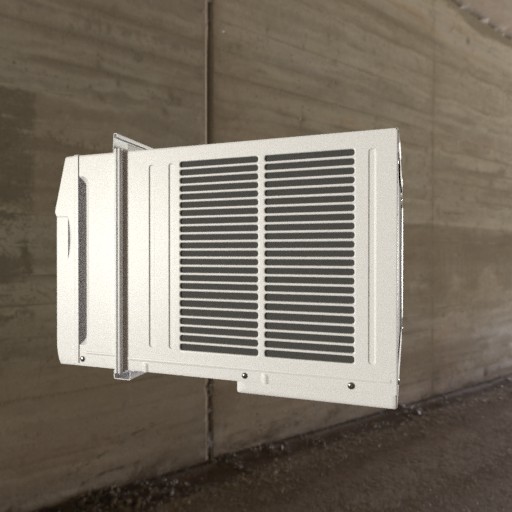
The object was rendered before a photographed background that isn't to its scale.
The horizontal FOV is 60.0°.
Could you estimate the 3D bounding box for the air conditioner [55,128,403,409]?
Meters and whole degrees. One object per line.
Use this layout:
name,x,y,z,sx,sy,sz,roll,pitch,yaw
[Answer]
air conditioner,0.000,0.000,0.874,0.546,0.388,0.503,0,0,19
